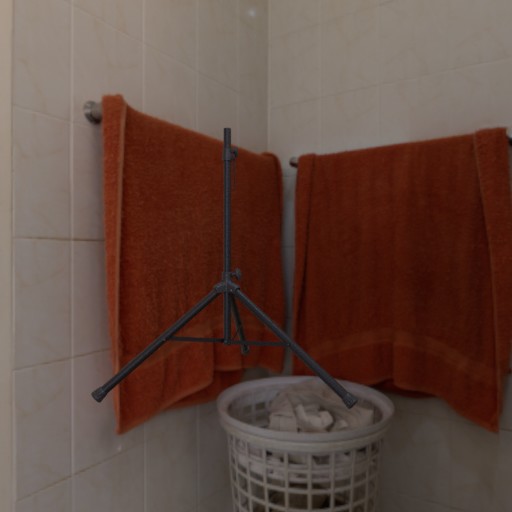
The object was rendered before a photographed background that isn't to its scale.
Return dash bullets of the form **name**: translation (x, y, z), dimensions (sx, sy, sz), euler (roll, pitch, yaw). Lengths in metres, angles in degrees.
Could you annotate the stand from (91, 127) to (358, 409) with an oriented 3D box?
- **stand**: translation (0.000, 0.000, 1.892), dimensions (0.907, 1.136, 1.045), euler (0, 0, 35)
